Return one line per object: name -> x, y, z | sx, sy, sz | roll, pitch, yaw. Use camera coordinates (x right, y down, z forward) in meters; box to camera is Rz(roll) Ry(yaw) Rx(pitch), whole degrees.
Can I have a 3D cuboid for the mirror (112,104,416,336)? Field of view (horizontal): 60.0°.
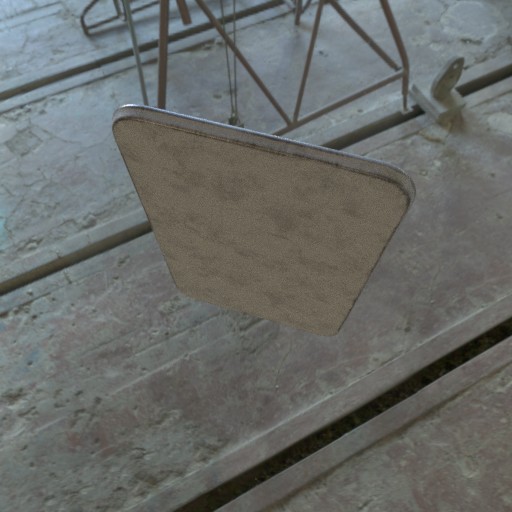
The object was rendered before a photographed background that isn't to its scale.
mirror -> 0.000, 0.000, 0.914 | 0.461, 0.713, 0.024 | 15, 64, 8
